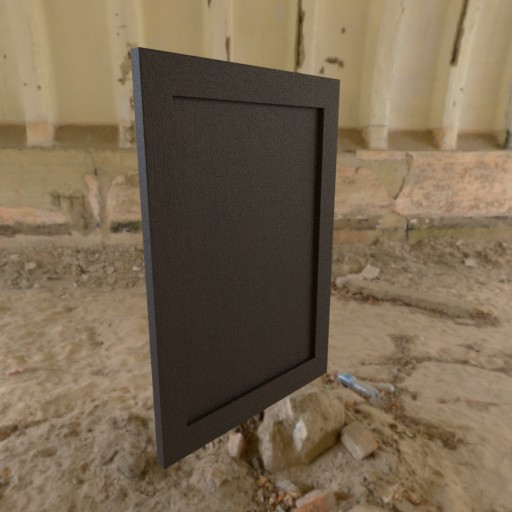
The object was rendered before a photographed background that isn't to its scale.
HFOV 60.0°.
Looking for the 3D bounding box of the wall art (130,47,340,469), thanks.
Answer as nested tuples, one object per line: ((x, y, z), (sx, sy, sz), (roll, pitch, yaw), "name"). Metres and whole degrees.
((0.000, 0.000, 0.649), (0.359, 0.513, 0.017), (-14, 20, -43), "wall art")
